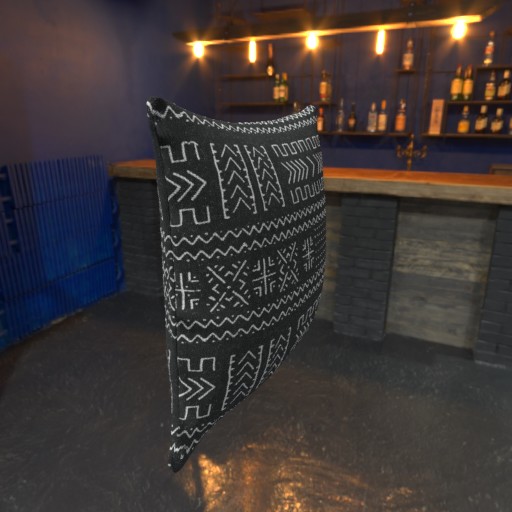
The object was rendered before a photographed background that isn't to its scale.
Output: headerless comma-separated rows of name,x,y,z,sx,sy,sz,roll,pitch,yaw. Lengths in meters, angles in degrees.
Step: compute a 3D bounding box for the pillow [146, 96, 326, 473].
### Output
pillow,0.000,0.000,0.648,0.164,0.430,0.438,9,19,26
